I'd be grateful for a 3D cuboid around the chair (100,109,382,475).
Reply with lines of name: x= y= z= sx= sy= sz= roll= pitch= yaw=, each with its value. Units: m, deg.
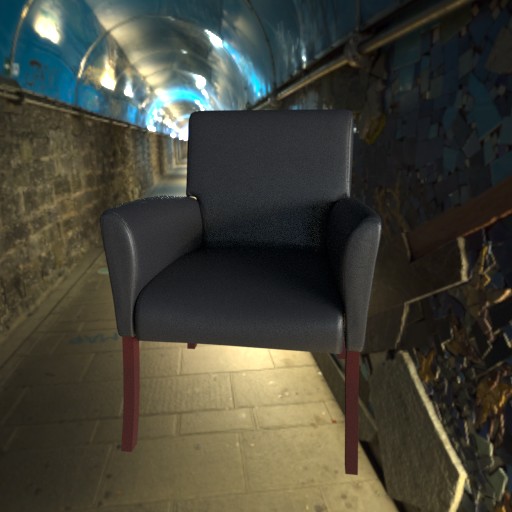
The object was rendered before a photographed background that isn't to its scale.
chair: x=0.000 y=0.000 z=1.443 sx=0.683 sy=0.951 sz=0.772 roll=2 pitch=15 yaw=8
